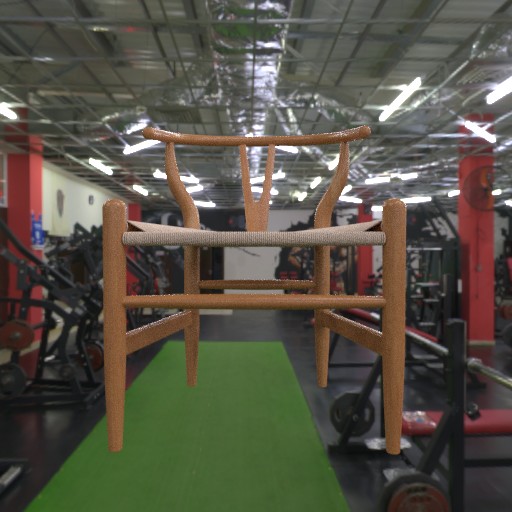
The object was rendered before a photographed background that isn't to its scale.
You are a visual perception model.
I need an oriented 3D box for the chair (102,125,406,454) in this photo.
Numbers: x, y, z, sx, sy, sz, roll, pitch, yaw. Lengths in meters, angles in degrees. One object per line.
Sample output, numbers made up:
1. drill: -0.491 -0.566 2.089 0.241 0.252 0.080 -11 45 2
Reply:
1. chair: 0.000 0.000 1.102 0.569 0.730 0.579 0 1 1
